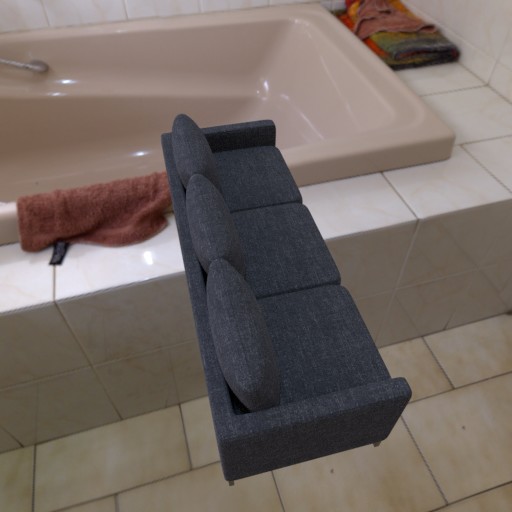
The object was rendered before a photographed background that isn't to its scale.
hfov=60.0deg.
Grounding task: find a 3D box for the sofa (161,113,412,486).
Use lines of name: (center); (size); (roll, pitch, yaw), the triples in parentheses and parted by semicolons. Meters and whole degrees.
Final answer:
sofa: (0.000, 0.000, 2.660); (0.859, 0.874, 2.218); (-11, 49, -9)
